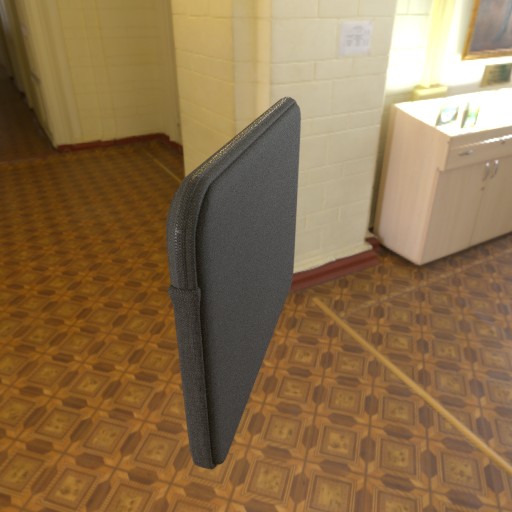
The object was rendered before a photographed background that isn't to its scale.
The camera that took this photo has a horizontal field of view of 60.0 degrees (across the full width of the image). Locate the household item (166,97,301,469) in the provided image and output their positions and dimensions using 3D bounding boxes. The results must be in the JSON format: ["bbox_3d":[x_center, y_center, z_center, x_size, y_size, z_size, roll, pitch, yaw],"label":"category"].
[{"bbox_3d":[0.000,0.000,0.518,0.030,0.305,0.396,8,31,13],"label":"household item"}]
